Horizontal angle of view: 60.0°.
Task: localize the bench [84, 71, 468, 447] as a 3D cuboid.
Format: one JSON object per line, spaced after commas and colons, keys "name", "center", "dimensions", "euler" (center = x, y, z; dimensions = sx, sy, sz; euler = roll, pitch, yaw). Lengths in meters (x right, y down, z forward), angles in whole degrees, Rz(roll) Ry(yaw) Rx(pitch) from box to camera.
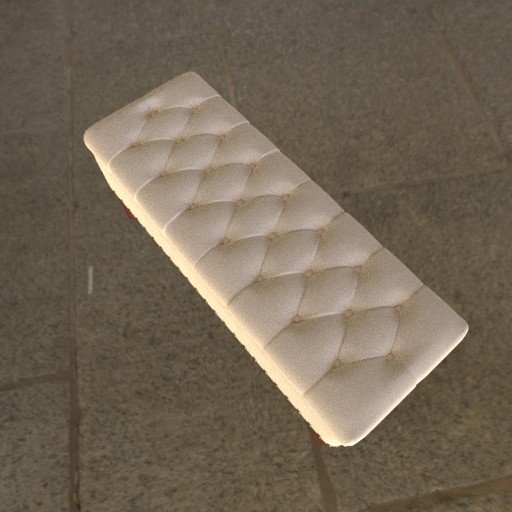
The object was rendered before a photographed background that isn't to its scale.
{"name": "bench", "center": [0.000, 0.000, 1.295], "dimensions": [0.400, 0.470, 1.054], "euler": [-37, 70, -16]}
